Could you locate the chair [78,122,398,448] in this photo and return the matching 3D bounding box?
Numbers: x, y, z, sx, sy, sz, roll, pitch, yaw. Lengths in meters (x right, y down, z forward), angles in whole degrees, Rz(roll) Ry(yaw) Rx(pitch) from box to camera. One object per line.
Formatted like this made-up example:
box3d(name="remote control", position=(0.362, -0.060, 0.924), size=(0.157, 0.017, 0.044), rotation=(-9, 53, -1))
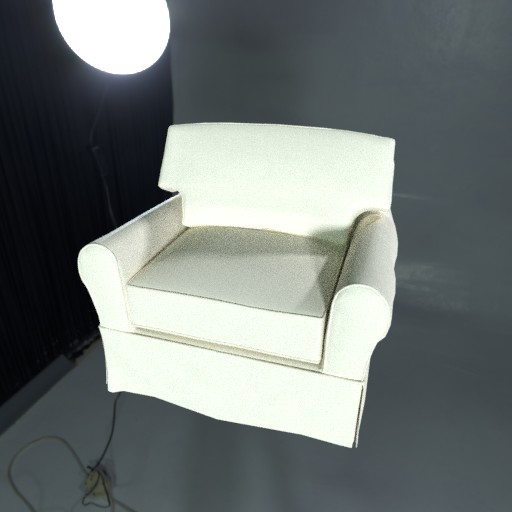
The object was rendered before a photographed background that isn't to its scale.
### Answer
box3d(name="chair", position=(0.000, 0.000, 1.816), size=(1.099, 0.958, 0.904), rotation=(8, 28, 16))
